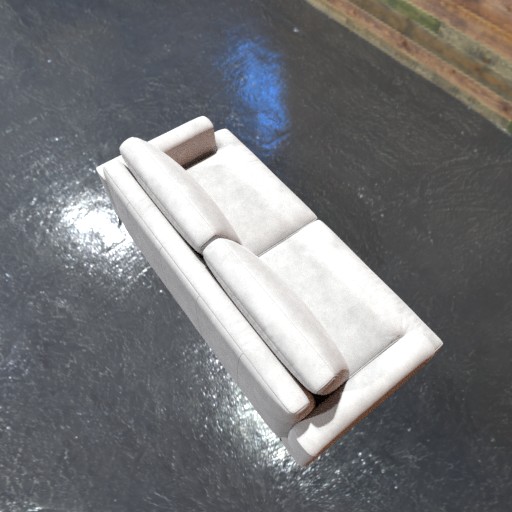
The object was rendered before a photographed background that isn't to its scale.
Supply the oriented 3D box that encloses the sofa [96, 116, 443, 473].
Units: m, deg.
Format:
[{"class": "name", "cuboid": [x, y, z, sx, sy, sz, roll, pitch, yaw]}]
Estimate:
[{"class": "sofa", "cuboid": [0.000, 0.000, 2.513, 0.980, 0.830, 2.013, -33, 64, -18]}]
